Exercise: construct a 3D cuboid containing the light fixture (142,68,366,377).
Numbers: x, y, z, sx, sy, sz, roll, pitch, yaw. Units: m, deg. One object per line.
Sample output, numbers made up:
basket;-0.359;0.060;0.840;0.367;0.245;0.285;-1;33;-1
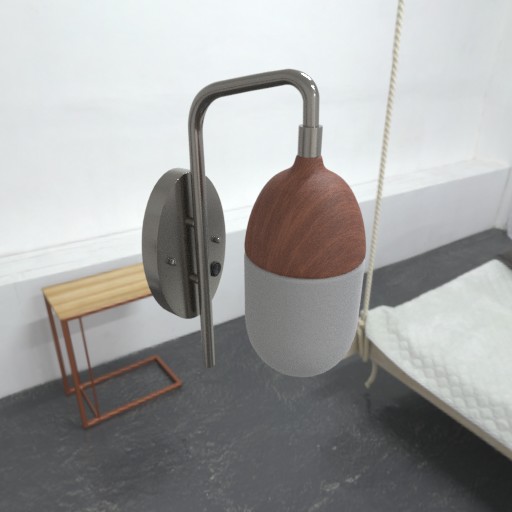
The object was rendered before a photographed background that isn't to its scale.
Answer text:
light fixture;0.000;0.000;0.437;0.216;0.343;0.108;18;32;32
